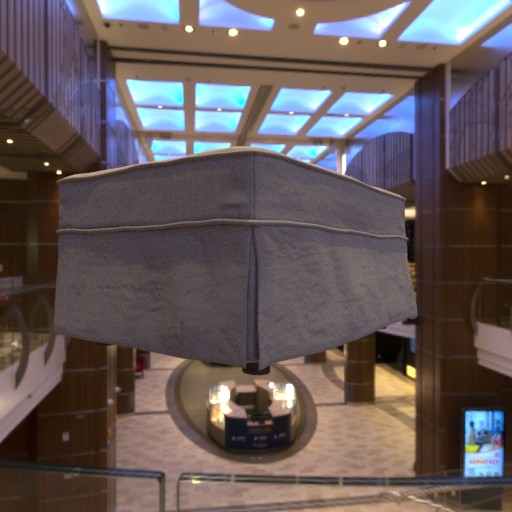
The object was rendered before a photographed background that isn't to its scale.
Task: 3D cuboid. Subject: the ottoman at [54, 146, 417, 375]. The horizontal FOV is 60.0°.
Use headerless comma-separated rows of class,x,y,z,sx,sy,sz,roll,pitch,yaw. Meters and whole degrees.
ottoman,0.000,0.000,1.330,0.703,0.479,0.944,0,0,36
